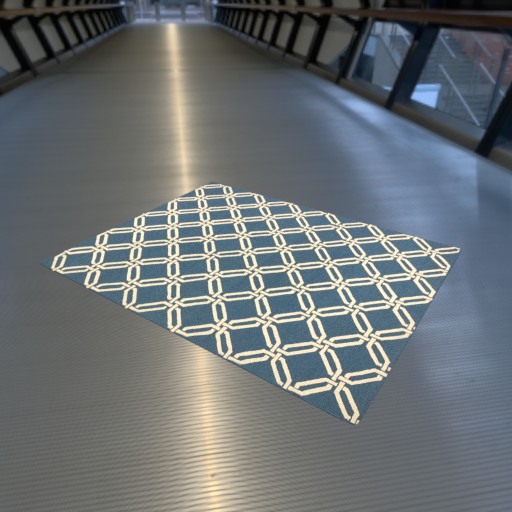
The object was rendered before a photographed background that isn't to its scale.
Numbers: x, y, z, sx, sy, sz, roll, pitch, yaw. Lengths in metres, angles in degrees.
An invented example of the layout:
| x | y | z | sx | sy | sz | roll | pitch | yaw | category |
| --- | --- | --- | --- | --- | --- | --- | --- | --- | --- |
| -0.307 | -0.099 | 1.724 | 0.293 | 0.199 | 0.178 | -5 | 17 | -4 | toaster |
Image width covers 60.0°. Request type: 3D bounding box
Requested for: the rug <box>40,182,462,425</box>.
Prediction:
| x | y | z | sx | sy | sz | roll | pitch | yaw | category |
| --- | --- | --- | --- | --- | --- | --- | --- | --- | --- |
| 0.000 | 0.000 | 3.814 | 2.867 | 0.020 | 2.277 | 20 | 36 | 29 | rug |
